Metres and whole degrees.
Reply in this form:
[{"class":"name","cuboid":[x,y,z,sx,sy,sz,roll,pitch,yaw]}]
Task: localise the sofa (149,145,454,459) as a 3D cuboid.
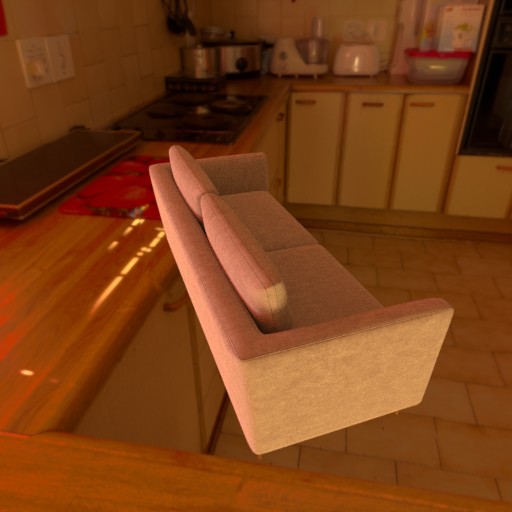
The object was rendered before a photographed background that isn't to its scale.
[{"class":"sofa","cuboid":[0.000,0.000,2.554,0.889,0.864,2.121,-10,32,-17]}]
